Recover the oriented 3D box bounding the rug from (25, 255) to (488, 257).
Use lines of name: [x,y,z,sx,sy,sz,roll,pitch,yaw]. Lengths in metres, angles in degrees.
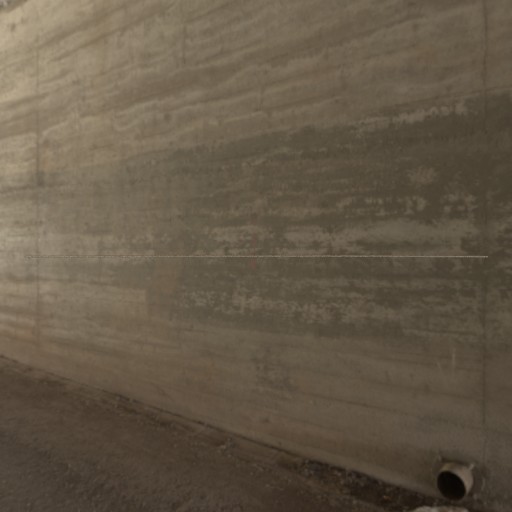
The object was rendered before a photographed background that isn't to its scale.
rug: [0.000,0.000,3.079,2.435,0.012,1.529,0,0,0]
